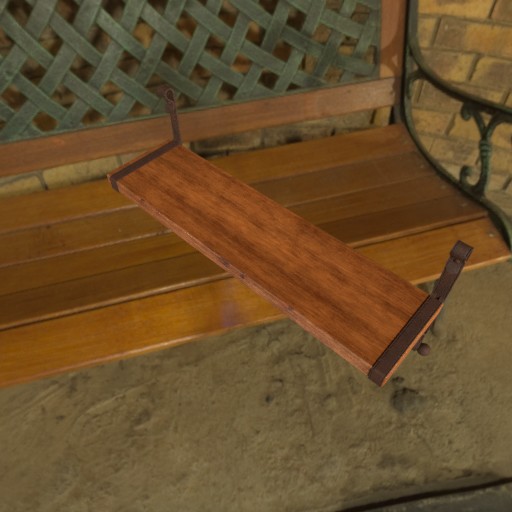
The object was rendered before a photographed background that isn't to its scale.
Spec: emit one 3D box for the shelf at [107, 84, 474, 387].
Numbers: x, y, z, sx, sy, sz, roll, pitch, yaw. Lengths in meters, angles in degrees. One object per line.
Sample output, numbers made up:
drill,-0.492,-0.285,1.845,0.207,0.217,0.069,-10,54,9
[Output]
shelf,0.000,0.000,0.700,0.567,0.330,0.146,35,58,26
